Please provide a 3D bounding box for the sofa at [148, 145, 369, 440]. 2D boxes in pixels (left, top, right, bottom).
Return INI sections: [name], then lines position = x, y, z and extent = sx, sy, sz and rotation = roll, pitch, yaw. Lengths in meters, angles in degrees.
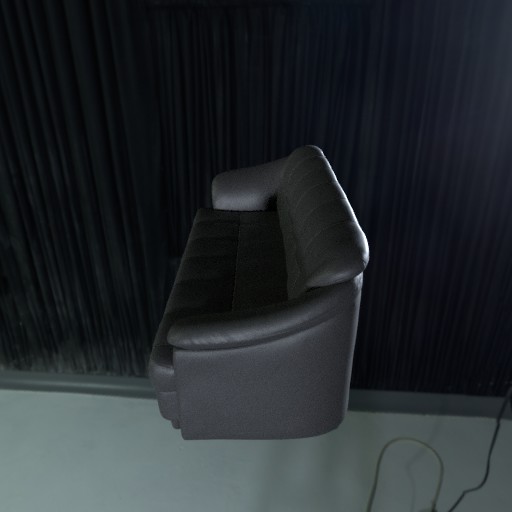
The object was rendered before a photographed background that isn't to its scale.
[sofa]
position = 0.000, 0.000, 2.286
extent = 0.800, 0.811, 1.829
rotation = 0, 27, 0
